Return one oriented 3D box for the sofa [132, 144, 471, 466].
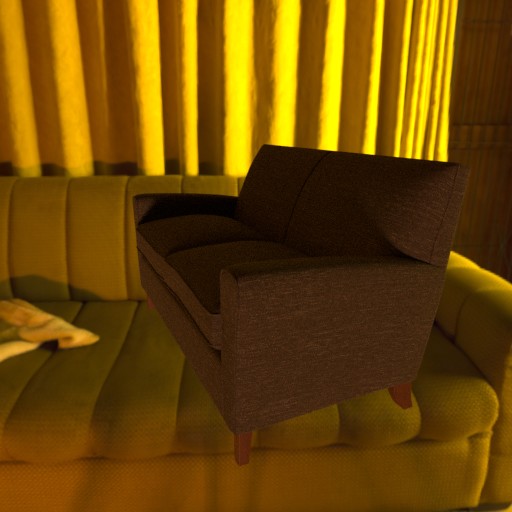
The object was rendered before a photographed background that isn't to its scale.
[{"bbox_3d":[0.000,0.000,1.995,0.867,0.905,1.509,-8,18,-24],"label":"sofa"}]
